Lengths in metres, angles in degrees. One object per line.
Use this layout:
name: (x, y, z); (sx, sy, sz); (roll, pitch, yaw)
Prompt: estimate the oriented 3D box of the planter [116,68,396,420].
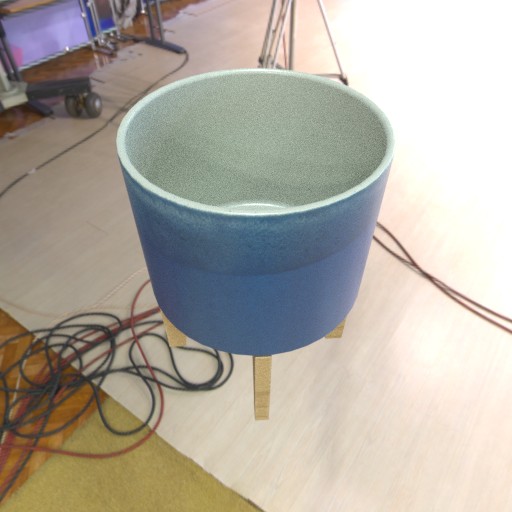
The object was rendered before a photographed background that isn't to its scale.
planter: (0.000, 0.000, 0.405); (0.192, 0.263, 0.192); (0, 46, 0)
